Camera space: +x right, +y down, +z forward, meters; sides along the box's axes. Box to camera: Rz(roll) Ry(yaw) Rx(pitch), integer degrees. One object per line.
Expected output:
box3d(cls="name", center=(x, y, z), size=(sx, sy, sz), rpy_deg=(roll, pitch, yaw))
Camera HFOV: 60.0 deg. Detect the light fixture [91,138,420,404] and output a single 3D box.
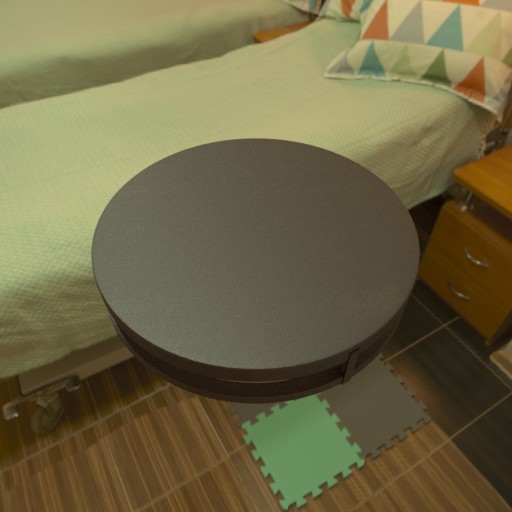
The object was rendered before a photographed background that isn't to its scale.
box3d(cls="light fixture", center=(0.000, 0.000, 0.529), size=(0.356, 0.102, 0.356), rpy_deg=(0, 47, 0))
